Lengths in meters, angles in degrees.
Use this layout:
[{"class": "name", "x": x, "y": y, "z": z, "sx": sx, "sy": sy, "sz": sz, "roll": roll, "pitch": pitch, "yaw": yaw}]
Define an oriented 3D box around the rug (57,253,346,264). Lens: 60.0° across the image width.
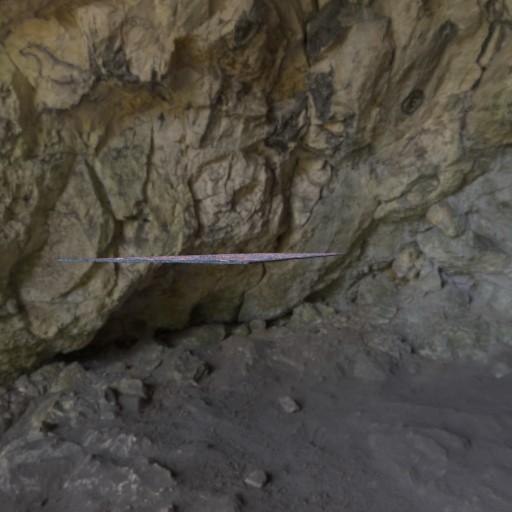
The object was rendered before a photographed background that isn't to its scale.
[{"class": "rug", "x": 0.000, "y": 0.000, "z": 2.746, "sx": 0.801, "sy": 0.010, "sz": 2.459, "roll": 0, "pitch": 1, "yaw": 19}]
